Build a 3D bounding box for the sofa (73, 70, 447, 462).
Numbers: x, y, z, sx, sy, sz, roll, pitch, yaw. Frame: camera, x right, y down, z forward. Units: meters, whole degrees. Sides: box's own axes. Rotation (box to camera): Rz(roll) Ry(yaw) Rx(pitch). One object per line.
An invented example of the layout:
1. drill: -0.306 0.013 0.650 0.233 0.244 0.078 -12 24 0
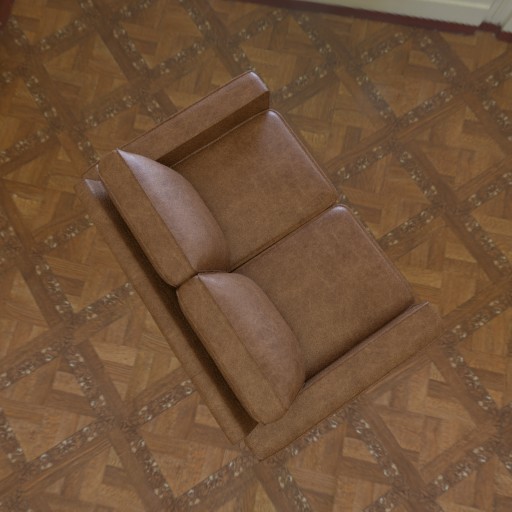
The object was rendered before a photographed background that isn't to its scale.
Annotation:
1. sofa: 0.000 0.000 2.104 1.020 0.896 1.532 -33 80 -7
